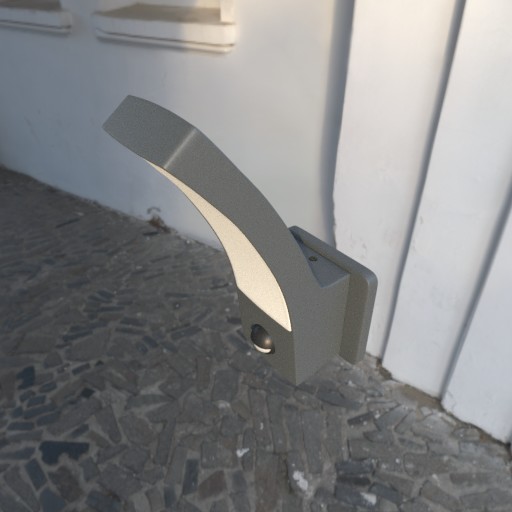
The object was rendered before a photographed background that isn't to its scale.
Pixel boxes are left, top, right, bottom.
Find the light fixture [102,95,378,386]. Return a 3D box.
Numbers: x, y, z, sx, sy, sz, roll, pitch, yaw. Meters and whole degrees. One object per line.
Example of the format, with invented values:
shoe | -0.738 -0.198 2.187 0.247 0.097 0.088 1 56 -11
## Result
light fixture | 0.000 0.000 0.335 0.174 0.243 0.108 -22 39 -30
